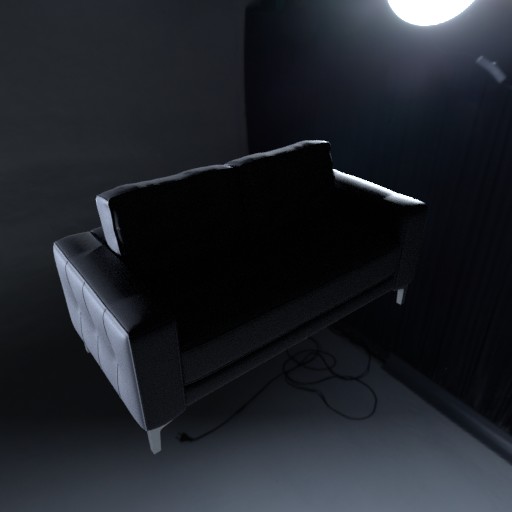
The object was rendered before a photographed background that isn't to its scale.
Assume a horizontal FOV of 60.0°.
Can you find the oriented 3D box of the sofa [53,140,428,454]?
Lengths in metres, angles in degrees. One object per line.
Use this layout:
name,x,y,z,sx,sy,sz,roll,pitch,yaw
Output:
sofa,0.000,0.000,2.251,1.726,0.893,0.833,-22,37,-32
